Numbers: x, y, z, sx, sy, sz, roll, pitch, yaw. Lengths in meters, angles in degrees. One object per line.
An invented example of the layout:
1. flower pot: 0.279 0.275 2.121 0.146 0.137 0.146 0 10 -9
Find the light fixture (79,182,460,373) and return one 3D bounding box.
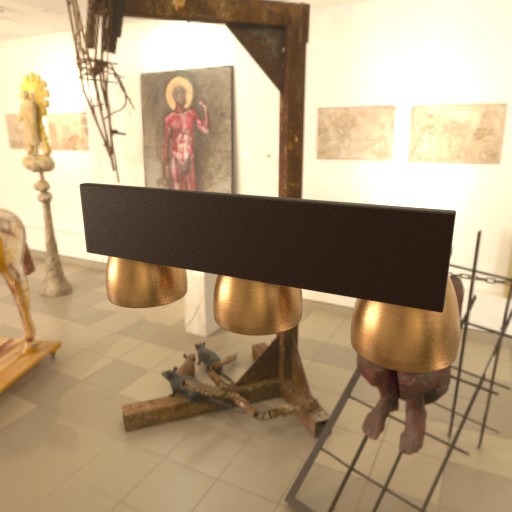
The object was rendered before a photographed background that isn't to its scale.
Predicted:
1. light fixture: 0.000 0.000 0.670 0.582 0.204 0.157 8 18 26
